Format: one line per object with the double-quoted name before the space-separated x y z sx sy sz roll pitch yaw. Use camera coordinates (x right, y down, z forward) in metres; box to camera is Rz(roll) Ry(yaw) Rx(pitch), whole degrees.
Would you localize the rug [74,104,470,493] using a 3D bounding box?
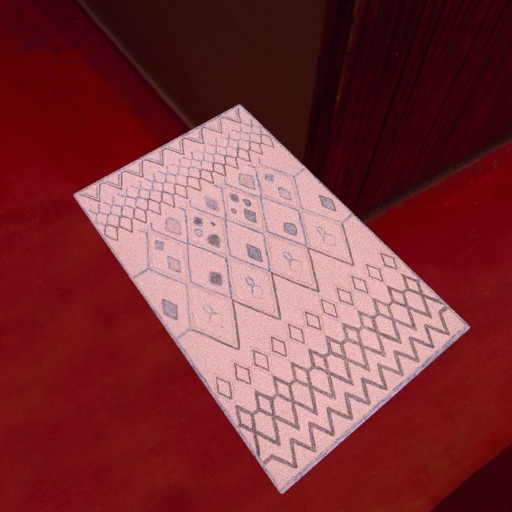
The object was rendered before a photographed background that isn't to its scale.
"rug" 0.000 0.000 3.019 1.524 0.015 2.439 -34 67 -17
